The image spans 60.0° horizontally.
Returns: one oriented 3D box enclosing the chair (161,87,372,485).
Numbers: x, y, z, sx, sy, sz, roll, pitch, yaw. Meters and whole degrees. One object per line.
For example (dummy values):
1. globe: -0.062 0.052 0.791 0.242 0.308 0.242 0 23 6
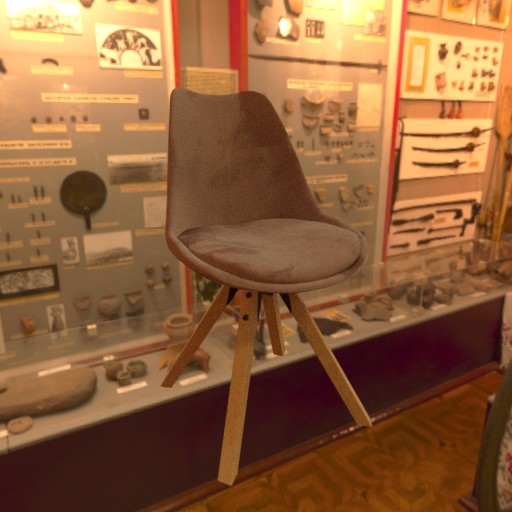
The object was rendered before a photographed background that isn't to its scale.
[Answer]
1. chair: 0.000 0.000 1.157 0.485 0.850 0.550 -9 19 -28
